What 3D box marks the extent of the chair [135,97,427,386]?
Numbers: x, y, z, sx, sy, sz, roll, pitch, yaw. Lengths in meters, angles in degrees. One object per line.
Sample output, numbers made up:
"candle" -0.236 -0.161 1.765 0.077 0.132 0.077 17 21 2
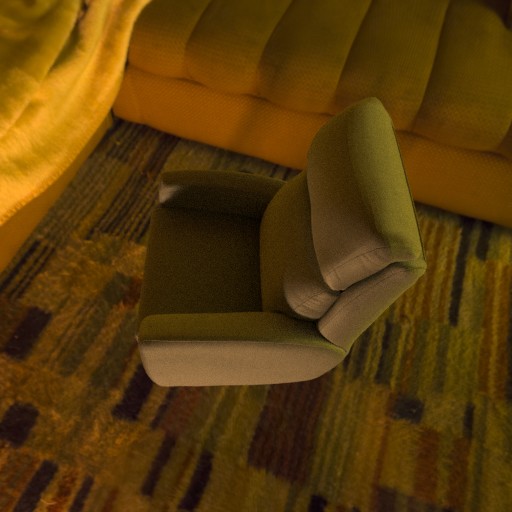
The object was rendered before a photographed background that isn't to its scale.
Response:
"chair" 0.000 0.000 1.685 0.940 1.016 0.794 -1 58 0
